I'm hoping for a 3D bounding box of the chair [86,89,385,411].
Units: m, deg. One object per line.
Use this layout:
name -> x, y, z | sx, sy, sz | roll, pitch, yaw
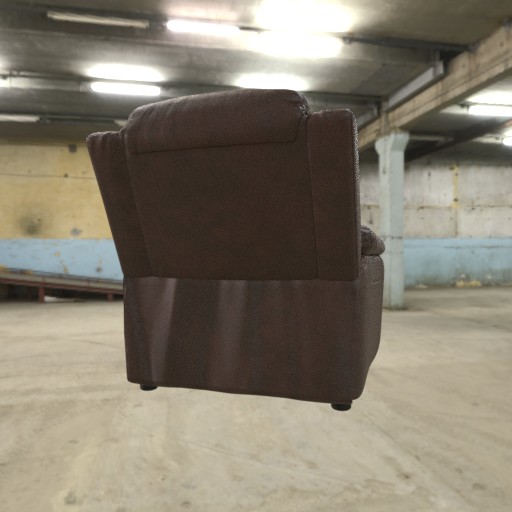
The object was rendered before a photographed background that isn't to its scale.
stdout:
chair -> 0.000, 0.000, 1.233 | 0.680, 0.702, 0.707 | 0, 0, 17
